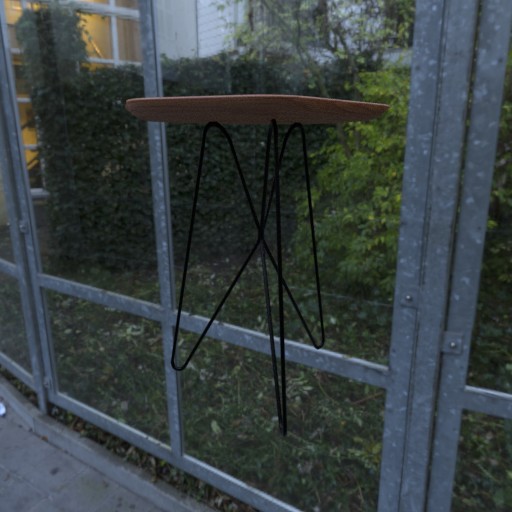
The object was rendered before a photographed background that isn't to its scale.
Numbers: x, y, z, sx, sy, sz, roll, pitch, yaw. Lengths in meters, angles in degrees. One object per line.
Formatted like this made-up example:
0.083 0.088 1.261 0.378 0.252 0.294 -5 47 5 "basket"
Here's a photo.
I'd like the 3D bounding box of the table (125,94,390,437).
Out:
0.000 0.000 0.879 0.500 0.562 0.400 -14 21 -43 "table"
